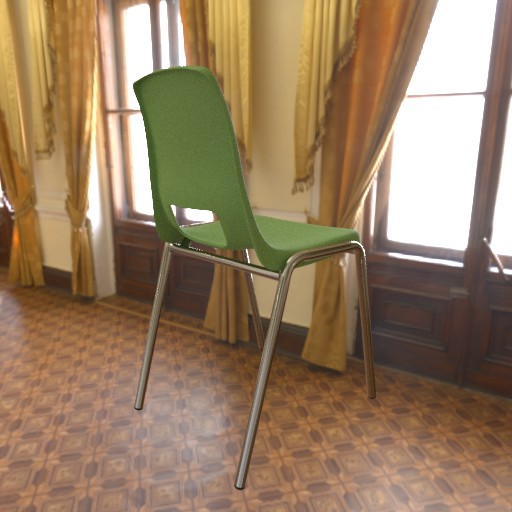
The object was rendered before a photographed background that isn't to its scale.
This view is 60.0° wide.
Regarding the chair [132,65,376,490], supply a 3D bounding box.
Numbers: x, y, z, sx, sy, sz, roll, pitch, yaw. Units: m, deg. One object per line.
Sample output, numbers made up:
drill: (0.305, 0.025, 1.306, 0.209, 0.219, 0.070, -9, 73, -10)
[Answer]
chair: (0.000, 0.000, 0.947, 0.381, 0.704, 0.436, 14, 20, 43)
